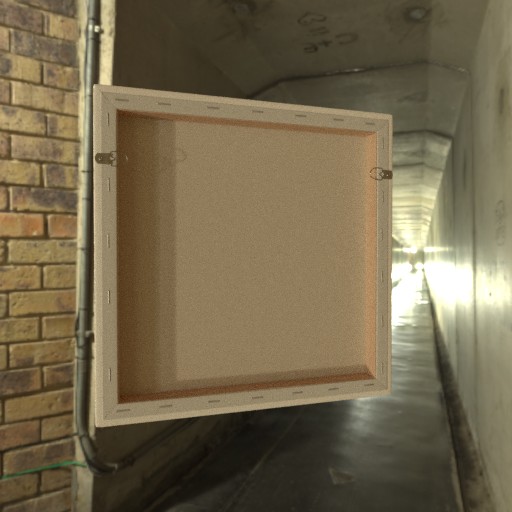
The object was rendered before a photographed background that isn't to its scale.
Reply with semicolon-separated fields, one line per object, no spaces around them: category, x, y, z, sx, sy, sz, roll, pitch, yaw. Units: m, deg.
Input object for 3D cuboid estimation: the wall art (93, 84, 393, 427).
wall art;0.000;0.000;0.740;0.507;0.508;0.038;0;1;-17
